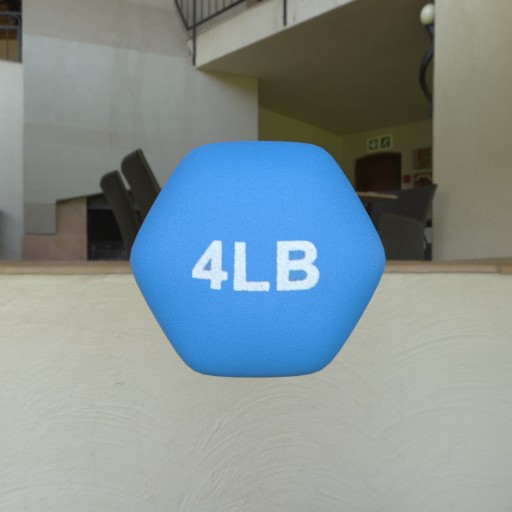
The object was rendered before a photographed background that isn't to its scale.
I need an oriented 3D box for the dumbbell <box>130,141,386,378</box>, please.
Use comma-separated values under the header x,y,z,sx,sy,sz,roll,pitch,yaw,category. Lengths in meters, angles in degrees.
x,y,z,sx,sy,sz,roll,pitch,yaw,category
0.000,0.000,0.189,0.074,0.066,0.152,0,1,0,dumbbell
